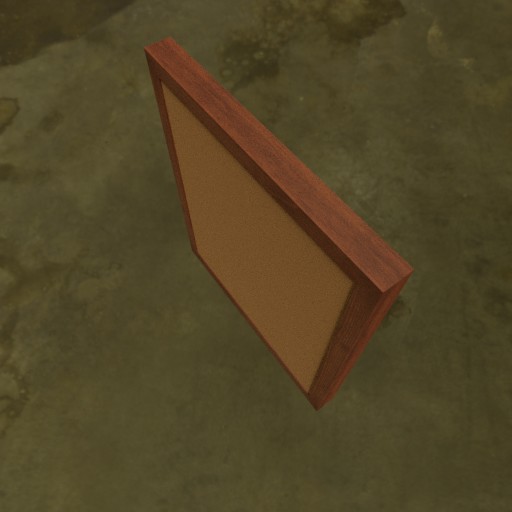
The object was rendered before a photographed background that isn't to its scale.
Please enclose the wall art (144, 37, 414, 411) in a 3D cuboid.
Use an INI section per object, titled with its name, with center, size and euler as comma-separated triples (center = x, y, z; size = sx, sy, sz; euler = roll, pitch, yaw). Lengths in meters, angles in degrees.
[wall art]
center = 0.000, 0.000, 0.534
size = 0.030, 0.381, 0.330
euler = -32, 64, -18
